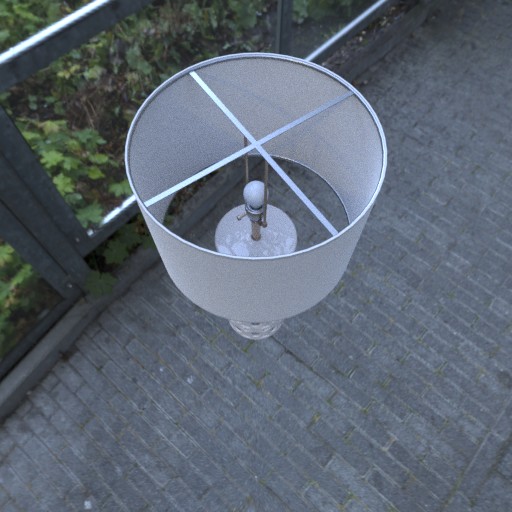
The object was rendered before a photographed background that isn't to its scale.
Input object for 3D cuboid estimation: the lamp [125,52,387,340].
[{"bbox_3d":[0.000,0.000,0.838,0.324,0.636,0.325,-32,68,-15],"label":"lamp"}]
